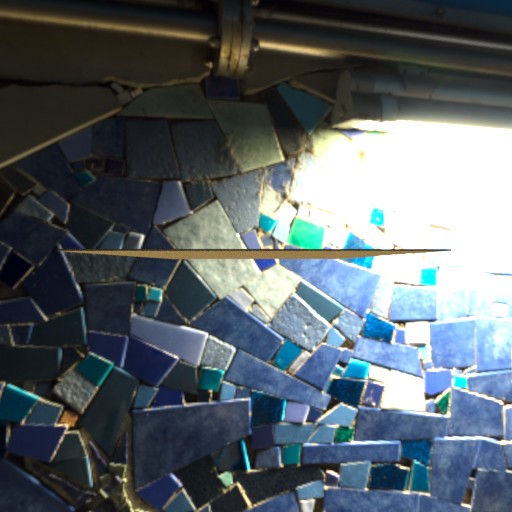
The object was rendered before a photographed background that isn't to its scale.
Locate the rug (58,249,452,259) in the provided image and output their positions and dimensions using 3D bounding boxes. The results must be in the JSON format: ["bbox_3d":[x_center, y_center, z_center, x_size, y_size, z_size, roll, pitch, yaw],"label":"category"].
[{"bbox_3d":[0.000,0.000,2.160,1.142,0.006,1.752,0,-1,0],"label":"rug"}]
